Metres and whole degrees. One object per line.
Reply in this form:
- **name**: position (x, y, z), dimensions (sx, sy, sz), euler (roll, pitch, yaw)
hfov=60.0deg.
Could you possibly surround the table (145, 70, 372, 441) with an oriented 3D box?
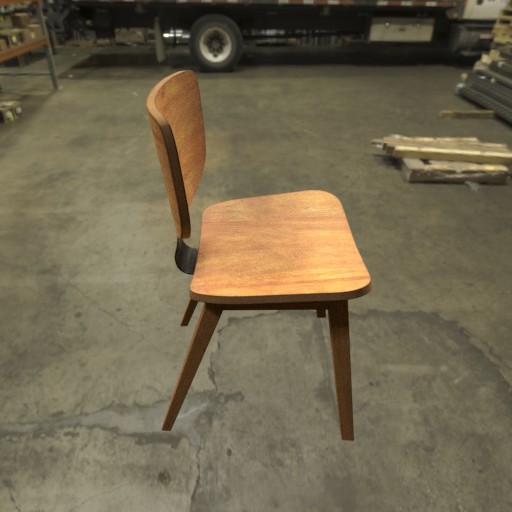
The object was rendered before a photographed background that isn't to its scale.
- **table**: position (0.000, 0.000, 1.110), dimensions (0.500, 0.805, 0.499), euler (-1, 34, -1)
